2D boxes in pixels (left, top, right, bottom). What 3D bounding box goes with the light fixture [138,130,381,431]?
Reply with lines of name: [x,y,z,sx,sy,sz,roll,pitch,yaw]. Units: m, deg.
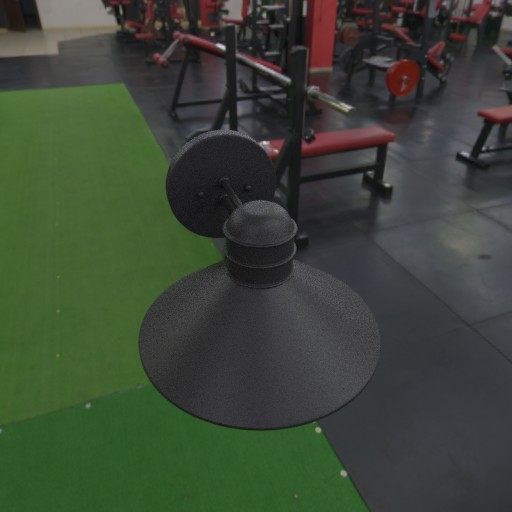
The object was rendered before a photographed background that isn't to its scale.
light fixture: [0.000,0.000,0.688,0.396,0.265,0.434,-10,35,-15]
